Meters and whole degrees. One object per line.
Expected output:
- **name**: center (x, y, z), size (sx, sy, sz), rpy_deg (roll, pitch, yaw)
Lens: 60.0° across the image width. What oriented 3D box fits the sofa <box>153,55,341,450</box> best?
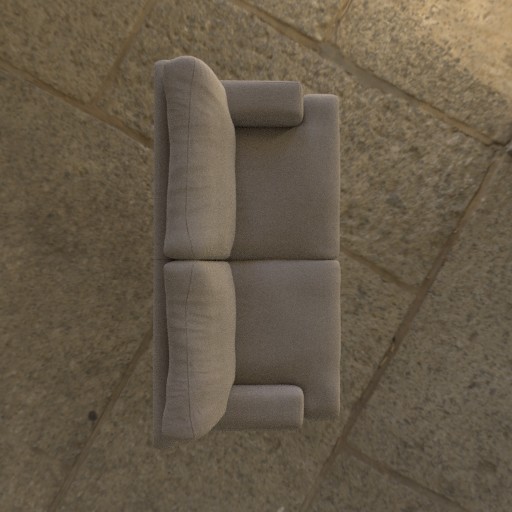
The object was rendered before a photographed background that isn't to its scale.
- **sofa**: center (0.000, 0.000, 2.380), size (0.962, 0.980, 1.855), rpy_deg (0, 89, 0)
